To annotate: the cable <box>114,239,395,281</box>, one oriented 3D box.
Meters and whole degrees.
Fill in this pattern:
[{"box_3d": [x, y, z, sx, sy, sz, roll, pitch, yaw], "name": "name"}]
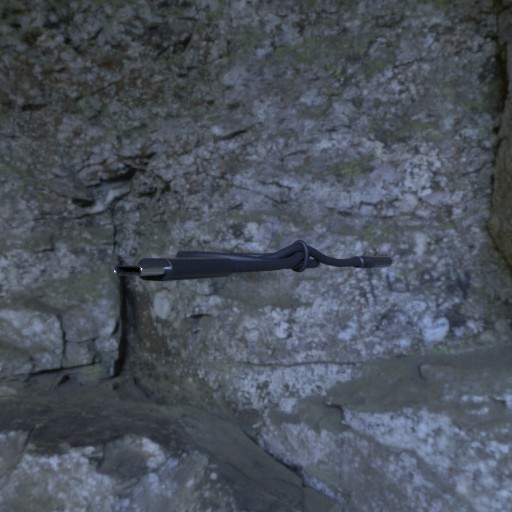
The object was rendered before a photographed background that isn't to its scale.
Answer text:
[{"box_3d": [0.000, 0.000, 0.205, 0.070, 0.014, 0.186, 0, 0, 36], "name": "cable"}]
